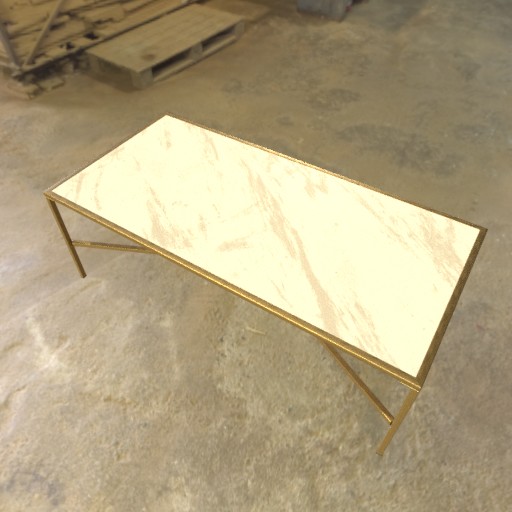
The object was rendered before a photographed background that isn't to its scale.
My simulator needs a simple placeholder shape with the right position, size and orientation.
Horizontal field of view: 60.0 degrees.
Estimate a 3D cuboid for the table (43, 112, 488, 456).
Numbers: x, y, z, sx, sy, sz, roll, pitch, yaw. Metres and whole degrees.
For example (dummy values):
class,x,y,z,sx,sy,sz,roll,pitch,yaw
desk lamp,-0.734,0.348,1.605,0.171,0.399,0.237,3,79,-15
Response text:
class,x,y,z,sx,sy,sz,roll,pitch,yaw
table,0.000,0.000,1.459,1.197,0.405,0.577,25,52,22
